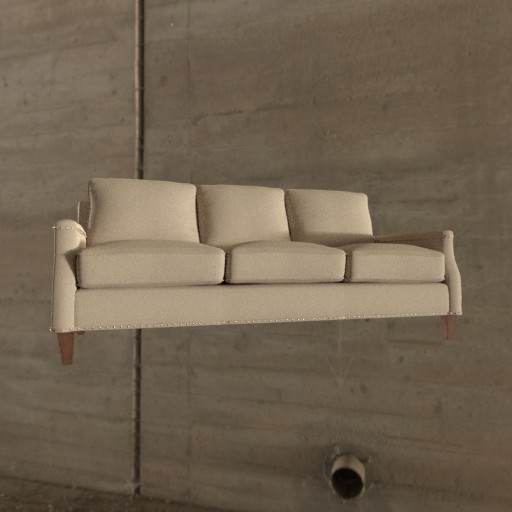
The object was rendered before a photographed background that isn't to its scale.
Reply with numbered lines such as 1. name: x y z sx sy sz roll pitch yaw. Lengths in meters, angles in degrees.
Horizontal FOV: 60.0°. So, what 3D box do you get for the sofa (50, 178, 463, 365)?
1. sofa: 0.000 0.000 2.783 2.246 1.003 1.084 0 -1 -18
